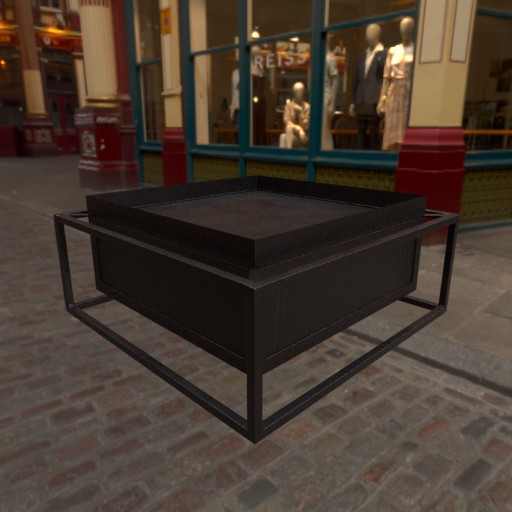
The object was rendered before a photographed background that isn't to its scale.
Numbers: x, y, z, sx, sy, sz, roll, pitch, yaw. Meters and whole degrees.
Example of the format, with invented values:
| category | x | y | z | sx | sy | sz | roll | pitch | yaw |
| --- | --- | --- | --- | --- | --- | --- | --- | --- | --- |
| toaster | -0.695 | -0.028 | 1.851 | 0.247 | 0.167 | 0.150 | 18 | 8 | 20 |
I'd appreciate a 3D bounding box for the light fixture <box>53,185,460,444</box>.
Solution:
| category | x | y | z | sx | sy | sz | roll | pitch | yaw |
| --- | --- | --- | --- | --- | --- | --- | --- | --- | --- |
| light fixture | 0.000 | 0.000 | 0.698 | 0.441 | 0.191 | 0.441 | -16 | 23 | -42 |
